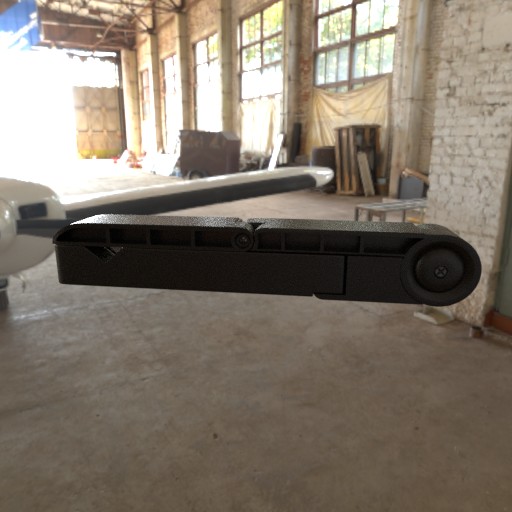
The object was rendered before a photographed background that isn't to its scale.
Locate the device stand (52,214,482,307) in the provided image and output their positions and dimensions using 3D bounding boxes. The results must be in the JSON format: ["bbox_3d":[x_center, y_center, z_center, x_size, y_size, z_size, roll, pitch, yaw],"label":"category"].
[{"bbox_3d":[0.000,0.000,0.195,0.179,0.030,0.026,2,15,8],"label":"device stand"}]
